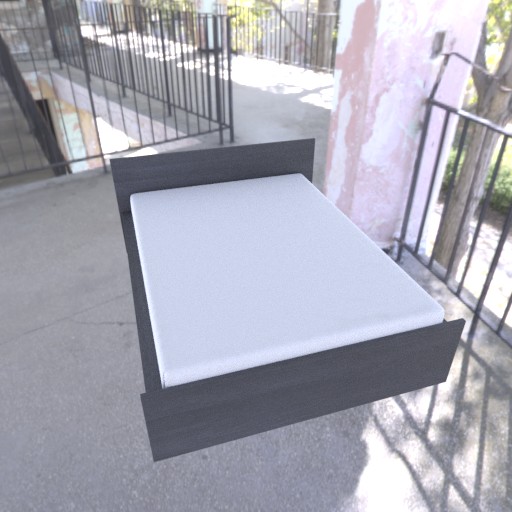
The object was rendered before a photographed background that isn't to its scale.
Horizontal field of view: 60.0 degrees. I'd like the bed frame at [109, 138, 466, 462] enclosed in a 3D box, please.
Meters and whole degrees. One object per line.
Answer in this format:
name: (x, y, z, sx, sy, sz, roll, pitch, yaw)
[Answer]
bed frame: (0.000, 0.000, 2.861, 1.622, 0.800, 1.960, -10, 34, -15)
